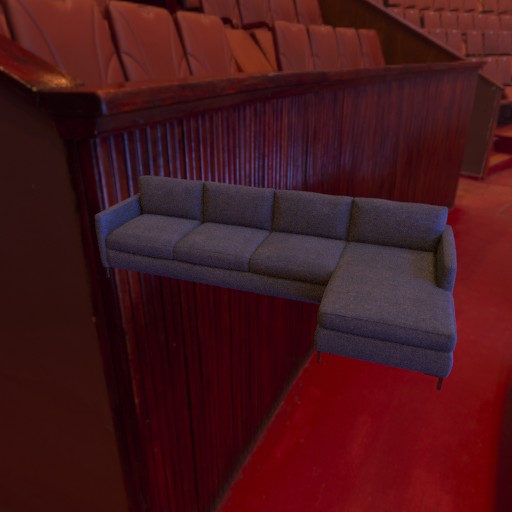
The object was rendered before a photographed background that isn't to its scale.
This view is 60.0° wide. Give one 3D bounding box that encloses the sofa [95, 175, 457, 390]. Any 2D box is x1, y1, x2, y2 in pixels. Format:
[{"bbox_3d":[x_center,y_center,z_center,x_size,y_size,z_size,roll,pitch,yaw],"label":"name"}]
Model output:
[{"bbox_3d":[0.000,0.000,3.521,2.932,0.810,1.350,9,26,18],"label":"sofa"}]
